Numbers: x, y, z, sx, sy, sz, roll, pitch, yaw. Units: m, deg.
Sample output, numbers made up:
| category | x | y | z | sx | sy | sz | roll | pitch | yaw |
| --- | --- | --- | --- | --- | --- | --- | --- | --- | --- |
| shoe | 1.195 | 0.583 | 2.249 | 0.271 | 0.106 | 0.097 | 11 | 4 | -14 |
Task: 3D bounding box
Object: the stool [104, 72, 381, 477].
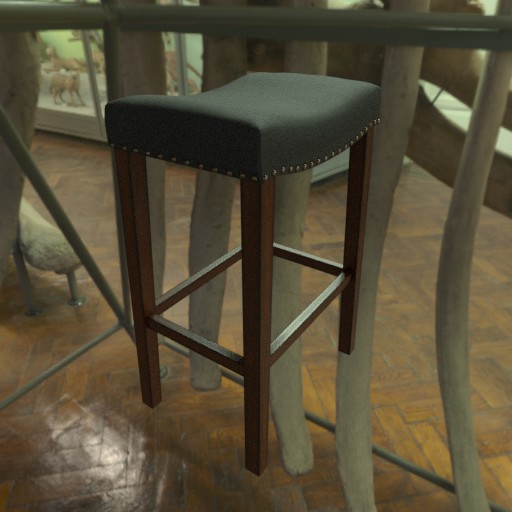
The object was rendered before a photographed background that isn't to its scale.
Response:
| category | x | y | z | sx | sy | sz | roll | pitch | yaw |
| --- | --- | --- | --- | --- | --- | --- | --- | --- | --- |
| stool | 0.000 | 0.000 | 1.049 | 0.366 | 0.760 | 0.502 | 19 | 35 | 30 |
